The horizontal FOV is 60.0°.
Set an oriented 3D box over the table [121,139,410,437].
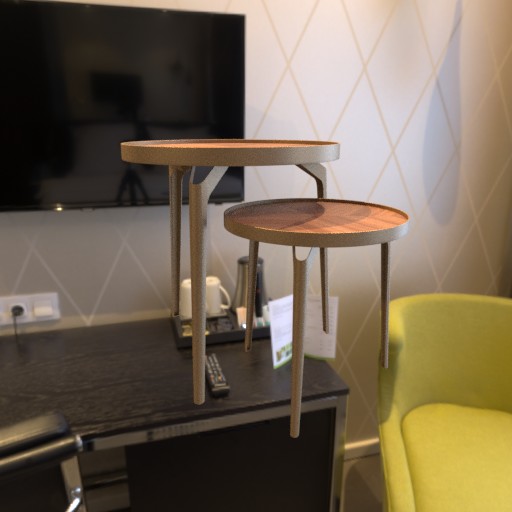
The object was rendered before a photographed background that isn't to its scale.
[{"bbox_3d":[0.000,0.000,1.126,0.751,0.555,0.532,15,22,42],"label":"table"}]
